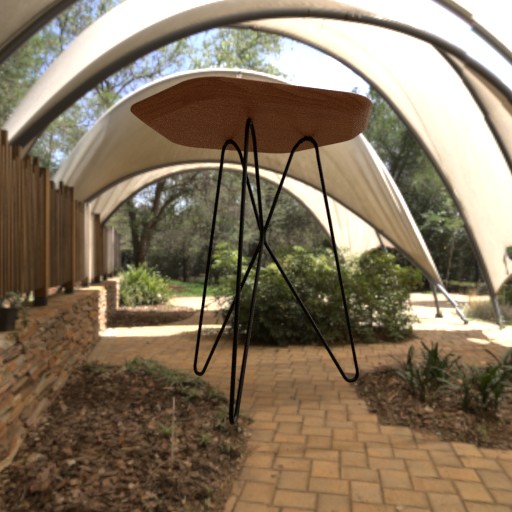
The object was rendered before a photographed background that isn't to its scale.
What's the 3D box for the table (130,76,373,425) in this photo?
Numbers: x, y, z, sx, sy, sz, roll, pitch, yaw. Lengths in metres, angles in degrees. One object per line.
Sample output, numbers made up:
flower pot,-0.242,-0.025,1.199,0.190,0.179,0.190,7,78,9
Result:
table,0.000,0.000,0.915,0.500,0.562,0.400,0,0,-18
